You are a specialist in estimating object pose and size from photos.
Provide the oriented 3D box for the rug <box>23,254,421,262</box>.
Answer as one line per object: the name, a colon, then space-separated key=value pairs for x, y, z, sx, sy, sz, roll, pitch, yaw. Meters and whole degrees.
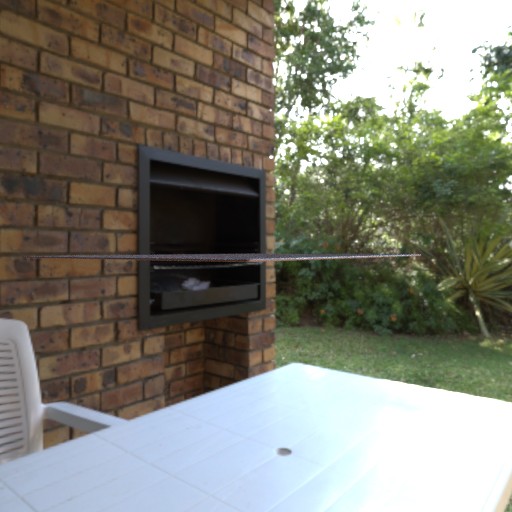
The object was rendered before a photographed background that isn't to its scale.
rug: x=0.000 y=0.000 z=2.335 sx=1.219 sy=0.009 sz=1.829 roll=0 pitch=1 yaw=35
